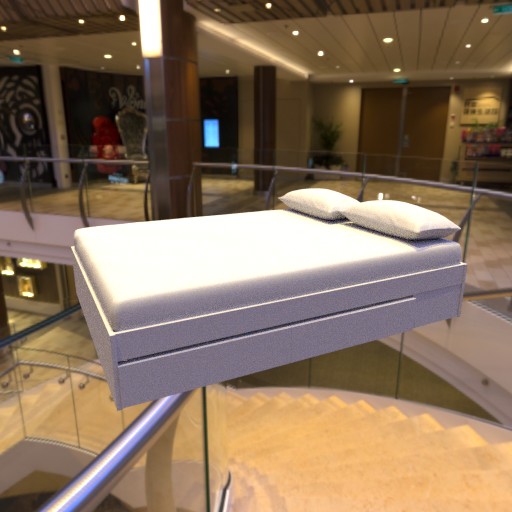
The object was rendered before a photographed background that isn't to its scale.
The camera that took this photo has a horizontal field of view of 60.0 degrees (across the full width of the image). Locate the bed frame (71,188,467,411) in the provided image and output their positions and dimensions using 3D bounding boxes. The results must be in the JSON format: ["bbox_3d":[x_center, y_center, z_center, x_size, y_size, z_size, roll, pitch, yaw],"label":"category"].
[{"bbox_3d":[0.000,0.000,2.679,1.950,0.629,1.450,-8,18,-26],"label":"bed frame"}]
